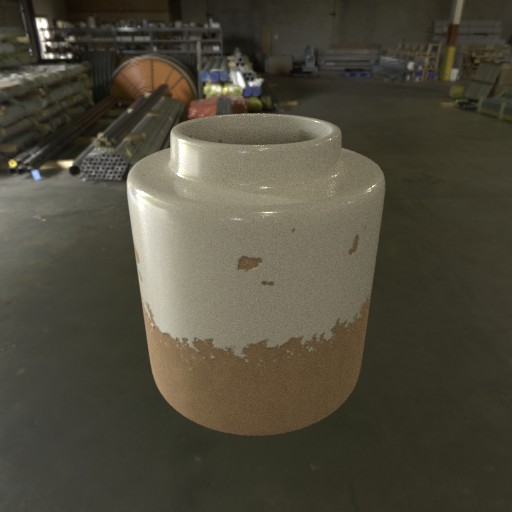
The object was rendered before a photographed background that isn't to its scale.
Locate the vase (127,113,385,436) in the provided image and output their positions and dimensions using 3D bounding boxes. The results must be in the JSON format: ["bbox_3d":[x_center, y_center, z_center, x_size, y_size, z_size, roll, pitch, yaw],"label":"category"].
[{"bbox_3d":[0.000,0.000,0.294,0.153,0.167,0.153,0,27,0],"label":"vase"}]
